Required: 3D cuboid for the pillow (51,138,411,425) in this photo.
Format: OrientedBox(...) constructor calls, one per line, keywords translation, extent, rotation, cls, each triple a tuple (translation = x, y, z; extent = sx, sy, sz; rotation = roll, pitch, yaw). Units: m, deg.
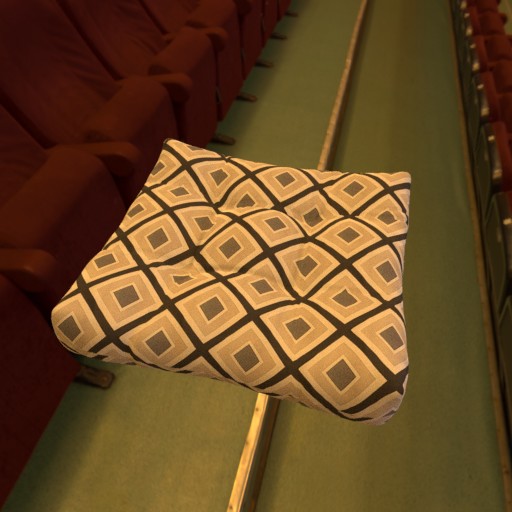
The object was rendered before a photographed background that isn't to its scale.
OrientedBox(translation=(0.000, 0.000, 0.738), extent=(0.490, 0.128, 0.468), rotation=(10, 48, 9), cls="pillow")
